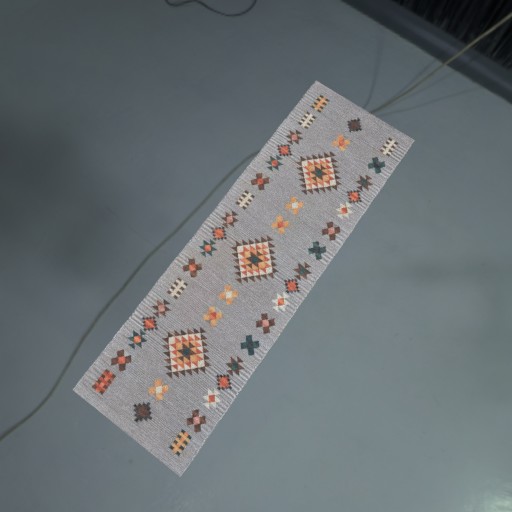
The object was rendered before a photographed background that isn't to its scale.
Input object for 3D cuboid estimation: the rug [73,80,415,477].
[{"bbox_3d":[0.000,0.000,2.653,0.766,0.008,2.432,35,78,8],"label":"rug"}]
